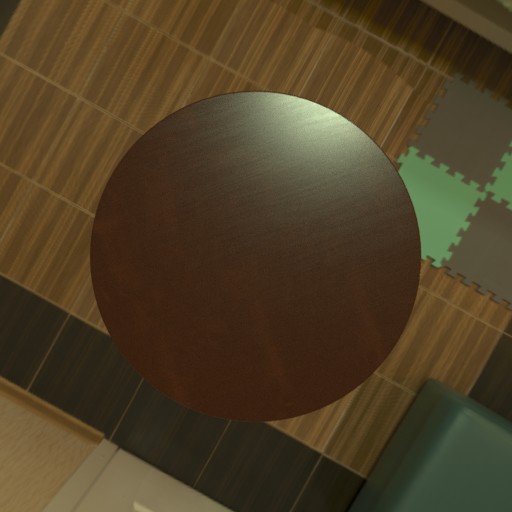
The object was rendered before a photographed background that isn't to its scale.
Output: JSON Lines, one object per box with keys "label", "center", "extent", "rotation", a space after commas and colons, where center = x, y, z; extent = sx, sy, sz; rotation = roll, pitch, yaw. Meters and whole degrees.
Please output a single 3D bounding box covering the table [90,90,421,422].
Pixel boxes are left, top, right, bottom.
{"label": "table", "center": [0.000, 0.000, 1.470], "extent": [0.911, 0.512, 0.911], "rotation": [0, 91, 1]}
